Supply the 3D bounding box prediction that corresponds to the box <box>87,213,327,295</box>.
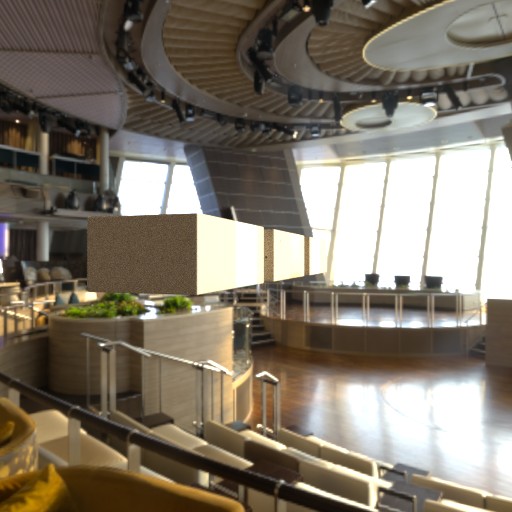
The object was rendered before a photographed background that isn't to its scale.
[{"bbox_3d":[0.000,0.000,0.501,0.082,0.051,0.461,0,0,19],"label":"box"}]
